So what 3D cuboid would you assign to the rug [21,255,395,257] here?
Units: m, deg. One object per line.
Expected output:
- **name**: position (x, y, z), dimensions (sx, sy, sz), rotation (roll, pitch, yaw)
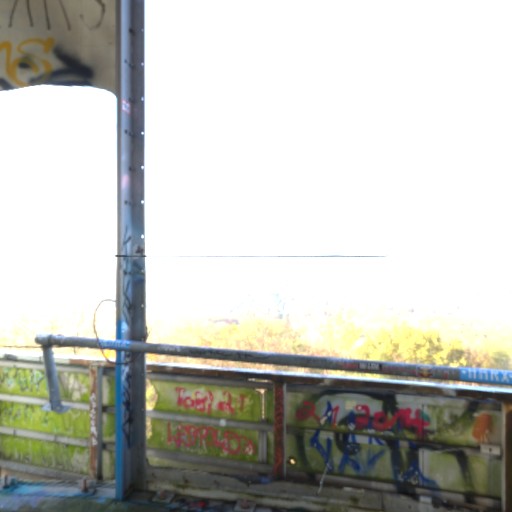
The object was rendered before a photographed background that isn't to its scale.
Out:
- **rug**: position (0.000, 0.000, 4.122), dimensions (2.432, 0.013, 3.021), rotation (0, 0, 18)
